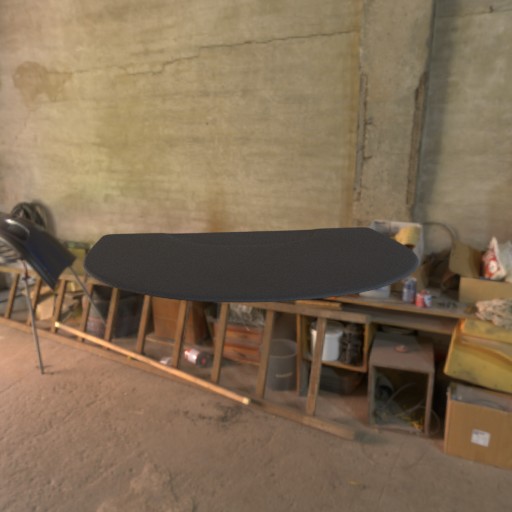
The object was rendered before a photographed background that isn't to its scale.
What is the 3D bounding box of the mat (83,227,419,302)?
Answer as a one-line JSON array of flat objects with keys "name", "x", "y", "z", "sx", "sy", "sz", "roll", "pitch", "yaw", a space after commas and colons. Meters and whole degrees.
[{"name": "mat", "x": 0.000, "y": 0.000, "z": 1.582, "sx": 1.220, "sy": 0.016, "sz": 0.917, "roll": -2, "pitch": 14, "yaw": -8}]
